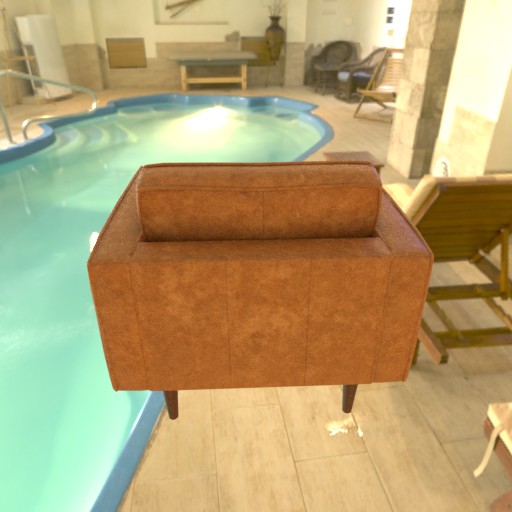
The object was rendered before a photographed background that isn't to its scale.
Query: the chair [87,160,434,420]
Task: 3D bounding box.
[{"bbox_3d":[0.000,0.000,1.533,0.928,0.767,0.798,-1,29,-2],"label":"chair"}]
